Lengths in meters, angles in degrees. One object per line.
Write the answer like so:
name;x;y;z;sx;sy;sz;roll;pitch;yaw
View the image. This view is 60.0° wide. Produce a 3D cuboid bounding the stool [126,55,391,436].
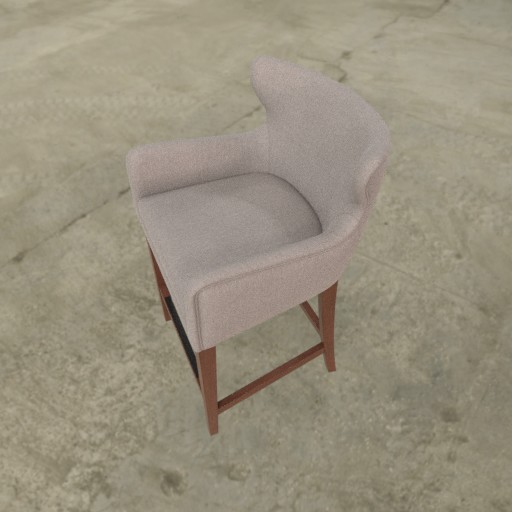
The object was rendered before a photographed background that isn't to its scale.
stool;0.000;0.000;1.341;0.575;0.951;0.575;-18;49;-17
